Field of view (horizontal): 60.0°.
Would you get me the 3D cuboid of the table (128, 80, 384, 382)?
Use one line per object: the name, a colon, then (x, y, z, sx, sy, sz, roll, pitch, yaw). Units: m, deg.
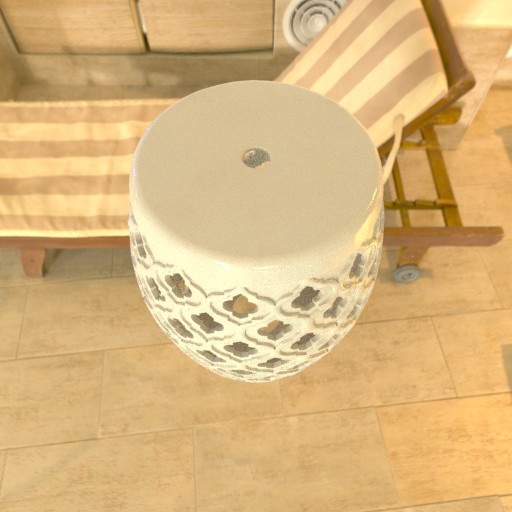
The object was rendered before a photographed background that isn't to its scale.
table: (0.000, 0.000, 0.622, 0.325, 0.388, 0.325, 0, 58, 0)
